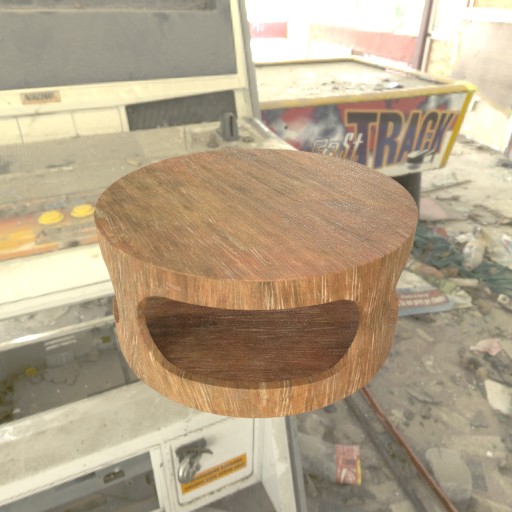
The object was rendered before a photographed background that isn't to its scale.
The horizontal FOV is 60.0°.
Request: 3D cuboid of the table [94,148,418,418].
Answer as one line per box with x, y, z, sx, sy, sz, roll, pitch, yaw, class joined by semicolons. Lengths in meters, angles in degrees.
0.000;0.000;1.508;0.974;0.450;0.974;0;30;0;table
